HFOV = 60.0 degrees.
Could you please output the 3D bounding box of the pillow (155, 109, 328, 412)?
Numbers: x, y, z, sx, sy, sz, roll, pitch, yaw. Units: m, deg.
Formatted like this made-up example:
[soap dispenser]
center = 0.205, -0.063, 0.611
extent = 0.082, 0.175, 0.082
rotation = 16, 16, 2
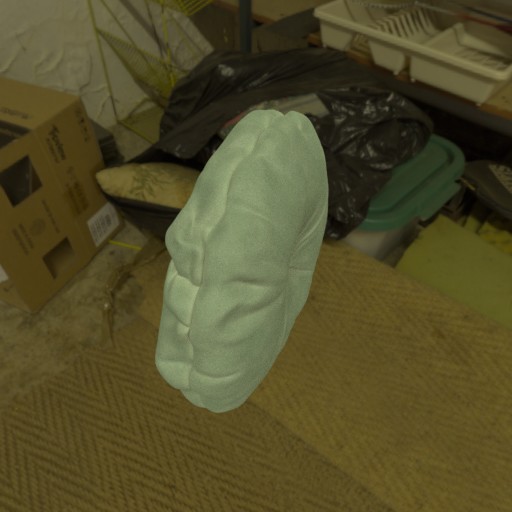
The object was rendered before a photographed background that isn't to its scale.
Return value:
[pillow]
center = 0.000, 0.000, 0.645
extent = 0.148, 0.407, 0.428
rotation = 16, 47, 15
